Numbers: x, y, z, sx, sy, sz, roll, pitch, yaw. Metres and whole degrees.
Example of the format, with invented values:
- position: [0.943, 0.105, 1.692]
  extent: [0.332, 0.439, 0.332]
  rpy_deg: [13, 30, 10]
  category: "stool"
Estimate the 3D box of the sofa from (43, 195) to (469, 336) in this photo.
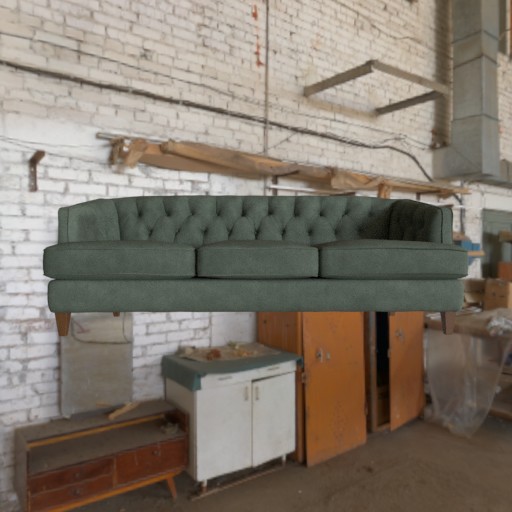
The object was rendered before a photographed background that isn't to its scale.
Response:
- position: [0.000, 0.000, 2.773]
  extent: [2.278, 0.855, 0.941]
  rpy_deg: [0, 1, -1]
  category: "sofa"
